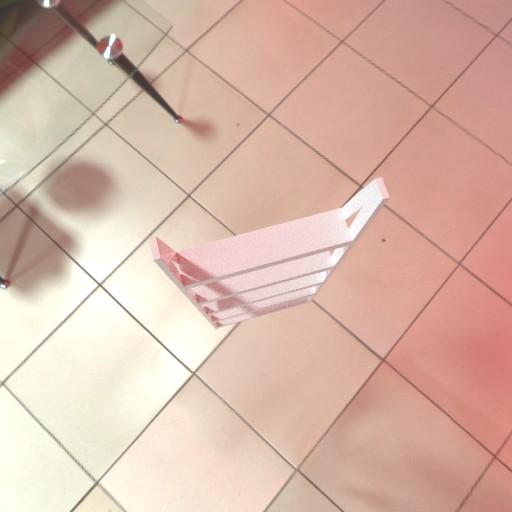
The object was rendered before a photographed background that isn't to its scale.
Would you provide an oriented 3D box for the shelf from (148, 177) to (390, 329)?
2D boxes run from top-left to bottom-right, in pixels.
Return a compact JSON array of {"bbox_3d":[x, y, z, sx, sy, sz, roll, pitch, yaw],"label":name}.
[{"bbox_3d":[0.000,0.000,2.036,0.636,1.779,0.341,-15,76,-4],"label":"shelf"}]
